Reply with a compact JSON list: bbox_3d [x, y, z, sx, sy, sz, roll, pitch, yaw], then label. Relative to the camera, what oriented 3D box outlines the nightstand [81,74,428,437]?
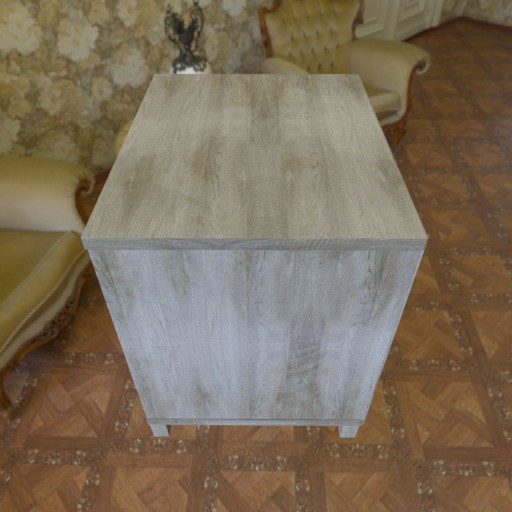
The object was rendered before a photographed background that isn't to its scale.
[{"bbox_3d":[0.000,0.000,0.749,0.347,0.448,0.427,0,43,0],"label":"nightstand"}]
